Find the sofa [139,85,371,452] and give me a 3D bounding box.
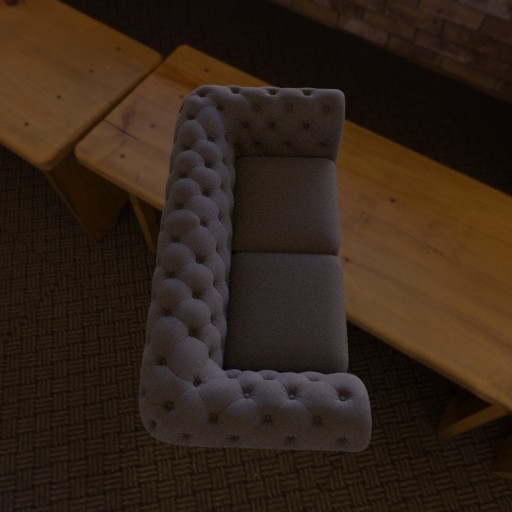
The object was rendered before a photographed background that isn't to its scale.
[{"bbox_3d":[0.000,0.000,2.474,0.986,0.764,1.998,1,64,1],"label":"sofa"}]
